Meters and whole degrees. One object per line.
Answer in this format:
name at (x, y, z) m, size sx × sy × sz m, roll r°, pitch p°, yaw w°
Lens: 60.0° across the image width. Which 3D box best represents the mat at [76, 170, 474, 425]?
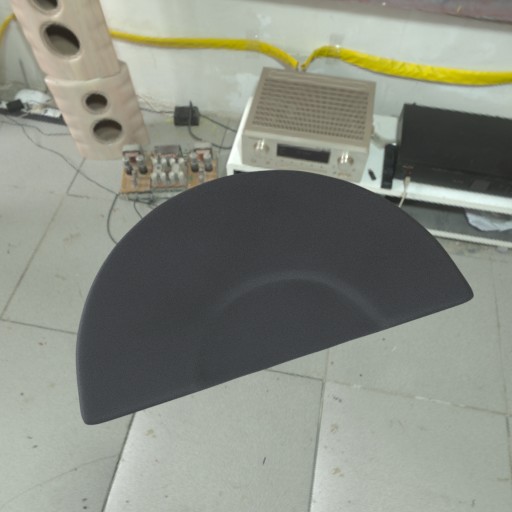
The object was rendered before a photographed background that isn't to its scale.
mat at (0.000, 0.000, 1.827) m, size 1.525 × 0.016 × 0.917 m, roll -16°, pitch 60°, yaw -10°
